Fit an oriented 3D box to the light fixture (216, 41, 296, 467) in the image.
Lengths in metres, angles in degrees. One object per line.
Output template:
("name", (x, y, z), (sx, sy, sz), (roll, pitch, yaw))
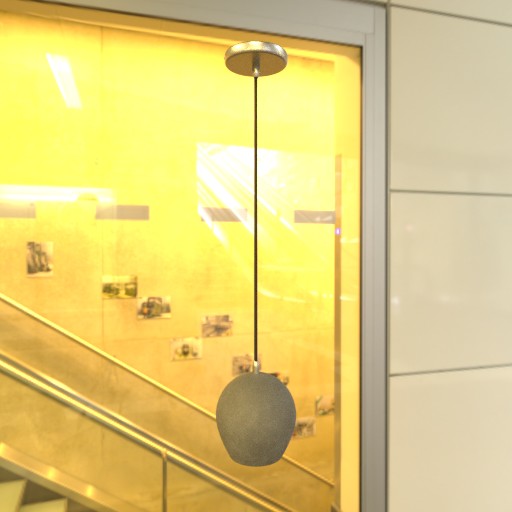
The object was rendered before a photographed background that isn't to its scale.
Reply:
("light fixture", (0.000, 0.000, 0.845), (0.153, 0.760, 0.153), (0, 1, -36))
